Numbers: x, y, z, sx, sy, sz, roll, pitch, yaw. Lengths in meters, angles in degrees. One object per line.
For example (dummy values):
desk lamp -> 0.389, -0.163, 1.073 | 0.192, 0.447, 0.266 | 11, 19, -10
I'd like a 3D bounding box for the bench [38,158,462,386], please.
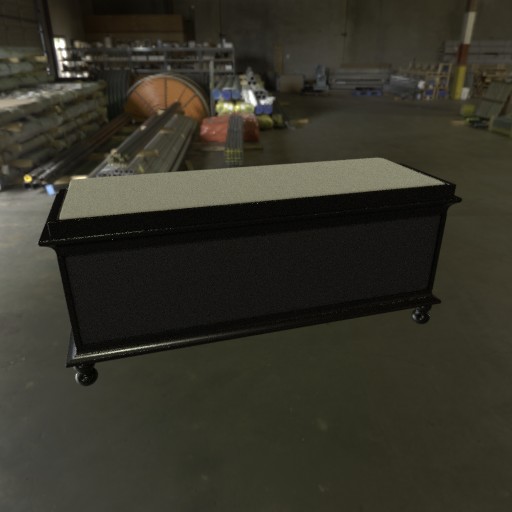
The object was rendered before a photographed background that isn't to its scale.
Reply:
bench -> 0.000, 0.000, 1.448 | 1.185, 0.501, 0.402 | -7, 26, -15
